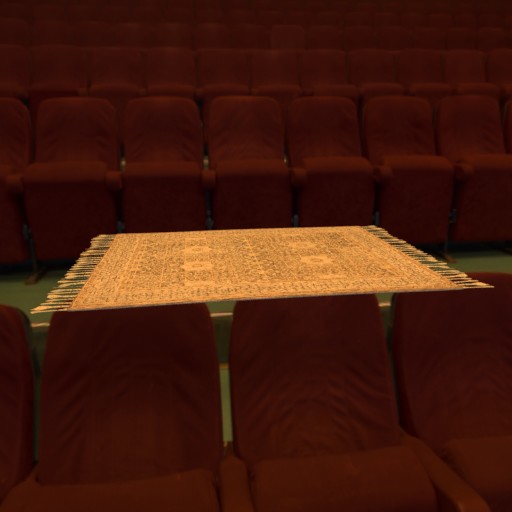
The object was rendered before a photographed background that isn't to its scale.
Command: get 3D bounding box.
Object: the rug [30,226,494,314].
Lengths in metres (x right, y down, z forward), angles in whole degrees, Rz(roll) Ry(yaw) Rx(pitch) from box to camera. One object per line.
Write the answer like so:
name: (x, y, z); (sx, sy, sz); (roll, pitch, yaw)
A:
rug: (0.000, 0.000, 3.063); (2.465, 0.023, 1.619); (-2, 17, -8)
